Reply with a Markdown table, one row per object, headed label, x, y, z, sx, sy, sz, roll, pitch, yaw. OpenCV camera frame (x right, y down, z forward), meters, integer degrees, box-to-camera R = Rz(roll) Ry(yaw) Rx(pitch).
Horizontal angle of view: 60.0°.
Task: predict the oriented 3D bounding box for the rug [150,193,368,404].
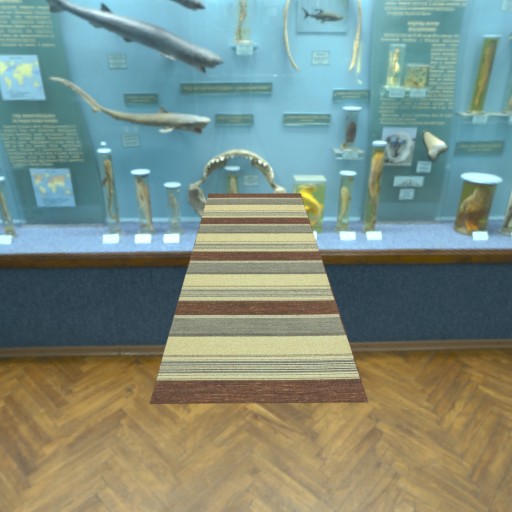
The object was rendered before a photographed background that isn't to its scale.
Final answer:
| label | x | y | z | sx | sy | sz | roll | pitch | yaw |
| --- | --- | --- | --- | --- | --- | --- | --- | --- | --- |
| rug | 0.000 | 0.000 | 2.700 | 0.792 | 0.006 | 2.437 | 0 | 26 | 0 |
